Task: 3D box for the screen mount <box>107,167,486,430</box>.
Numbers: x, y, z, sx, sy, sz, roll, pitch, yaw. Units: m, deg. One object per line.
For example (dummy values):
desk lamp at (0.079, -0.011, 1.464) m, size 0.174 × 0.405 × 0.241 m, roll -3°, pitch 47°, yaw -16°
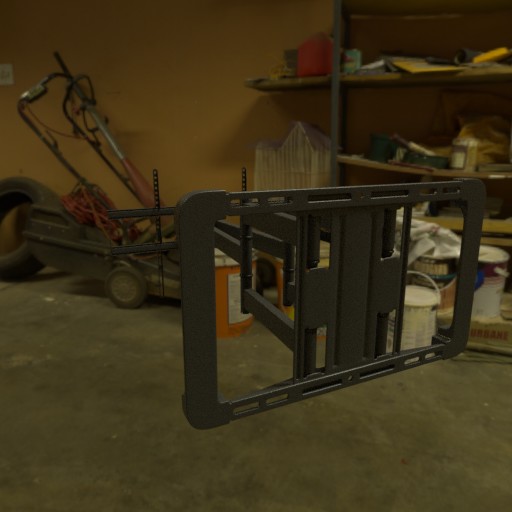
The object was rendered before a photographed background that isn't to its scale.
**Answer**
screen mount at (0.000, 0.000, 1.296) m, size 0.725 × 0.483 × 0.905 m, roll -7°, pitch 15°, yaw -26°
